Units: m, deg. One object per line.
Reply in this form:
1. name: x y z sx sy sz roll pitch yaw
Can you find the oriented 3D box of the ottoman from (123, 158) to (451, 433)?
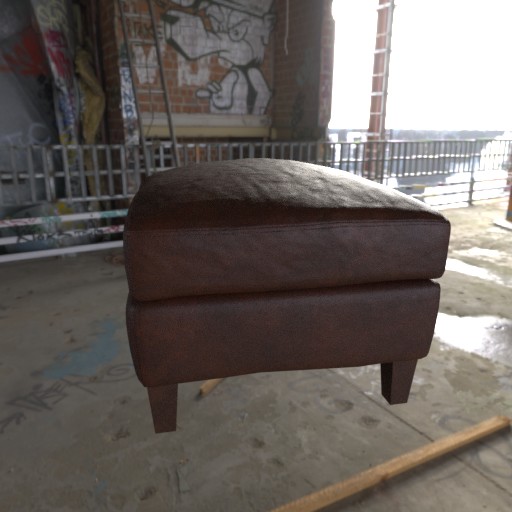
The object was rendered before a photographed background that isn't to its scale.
1. ottoman: 0.000 0.000 1.258 0.659 0.527 0.887 -3 16 -11
